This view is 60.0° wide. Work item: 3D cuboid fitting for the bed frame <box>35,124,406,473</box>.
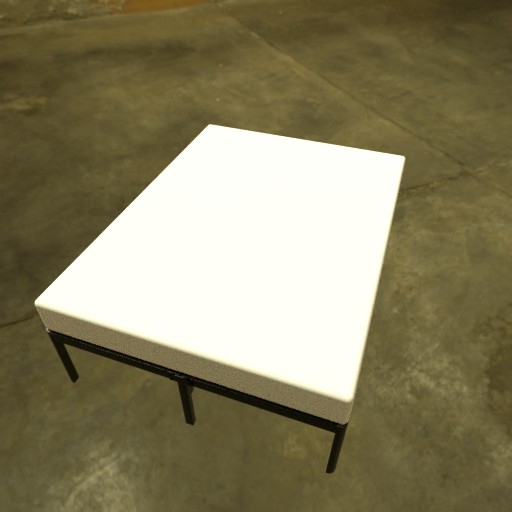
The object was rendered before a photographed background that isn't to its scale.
[{"bbox_3d":[0.000,0.000,2.841,1.557,0.659,2.072,13,43,15],"label":"bed frame"}]
